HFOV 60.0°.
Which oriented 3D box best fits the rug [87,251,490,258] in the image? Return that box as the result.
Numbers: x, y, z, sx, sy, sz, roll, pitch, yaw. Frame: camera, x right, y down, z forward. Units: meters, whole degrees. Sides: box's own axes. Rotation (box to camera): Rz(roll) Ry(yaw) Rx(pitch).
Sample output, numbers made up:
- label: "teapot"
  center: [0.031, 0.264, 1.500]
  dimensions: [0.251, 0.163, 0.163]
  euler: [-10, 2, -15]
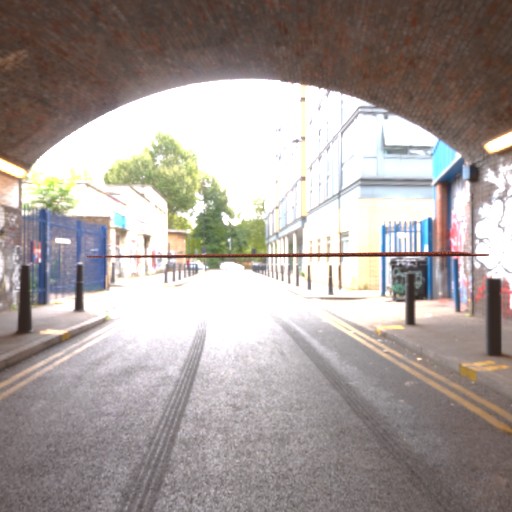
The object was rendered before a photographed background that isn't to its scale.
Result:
- label: "rug"
  center: [0.000, 0.000, 2.546]
  dimensions: [2.307, 0.012, 0.687]
  euler: [0, -1, 36]
